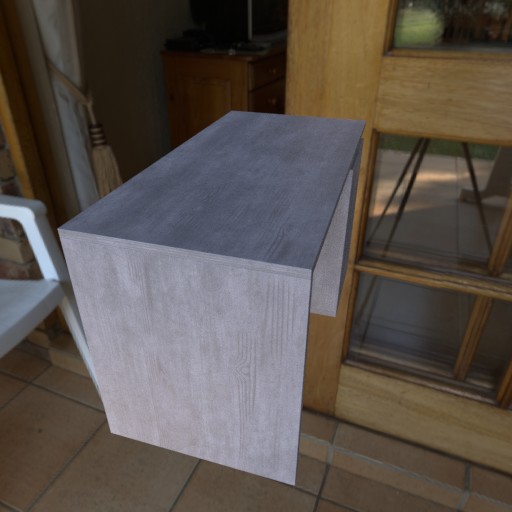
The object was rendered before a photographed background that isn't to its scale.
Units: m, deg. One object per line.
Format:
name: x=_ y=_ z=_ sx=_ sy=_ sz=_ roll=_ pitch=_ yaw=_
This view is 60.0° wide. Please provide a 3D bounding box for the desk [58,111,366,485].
desk: x=0.000 y=0.000 z=1.639 sx=0.600 sy=0.740 sz=1.200 roll=9 pitch=32 yaw=15
